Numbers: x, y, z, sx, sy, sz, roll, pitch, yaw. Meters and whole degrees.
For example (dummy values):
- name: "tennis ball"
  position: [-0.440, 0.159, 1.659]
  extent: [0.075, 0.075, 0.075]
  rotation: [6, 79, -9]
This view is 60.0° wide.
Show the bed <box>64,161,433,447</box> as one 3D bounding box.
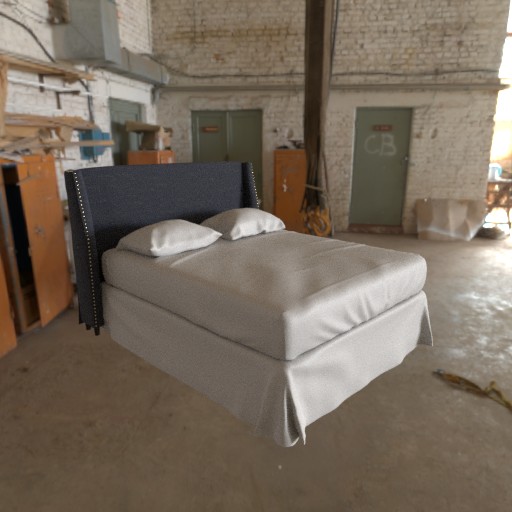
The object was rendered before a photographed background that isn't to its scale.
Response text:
- name: "bed"
  position: [0.000, 0.000, 3.428]
  extent: [2.276, 1.332, 1.925]
  rotation: [14, 20, 43]
